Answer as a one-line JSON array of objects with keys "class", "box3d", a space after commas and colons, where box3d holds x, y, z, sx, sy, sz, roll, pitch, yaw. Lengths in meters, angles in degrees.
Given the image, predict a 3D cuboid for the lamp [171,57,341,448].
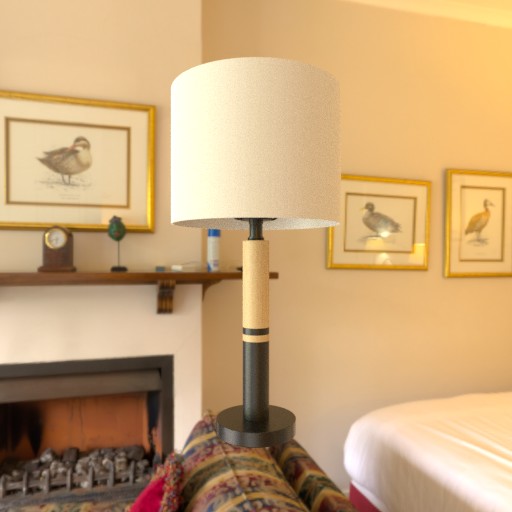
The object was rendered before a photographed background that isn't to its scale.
[{"class": "lamp", "box3d": [0.000, 0.000, 0.810, 0.305, 0.640, 0.305, 0, 0, 36]}]
